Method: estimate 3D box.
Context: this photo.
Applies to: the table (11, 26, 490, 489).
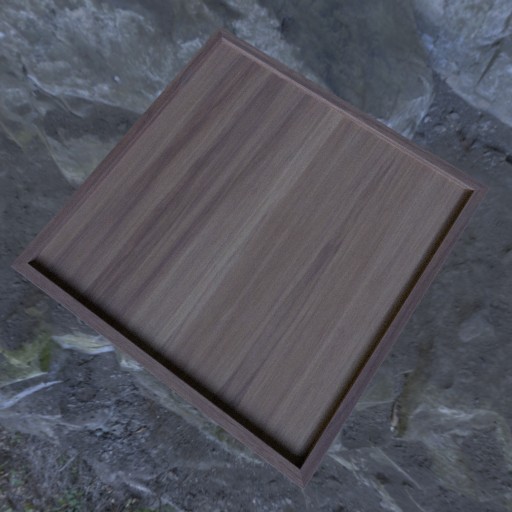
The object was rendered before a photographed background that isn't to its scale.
[{"bbox_3d":[0.000,0.000,1.095,0.676,0.464,0.679,34,78,9],"label":"table"}]
